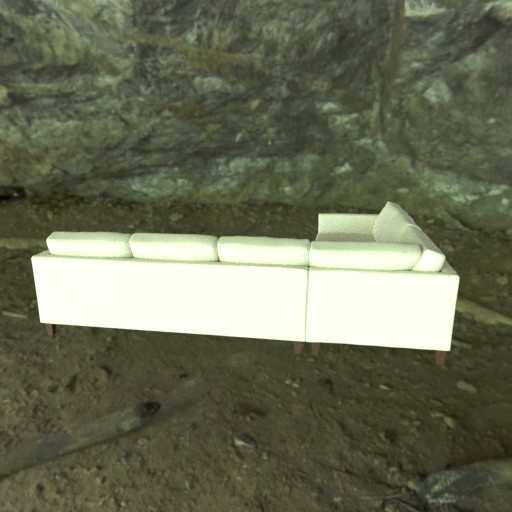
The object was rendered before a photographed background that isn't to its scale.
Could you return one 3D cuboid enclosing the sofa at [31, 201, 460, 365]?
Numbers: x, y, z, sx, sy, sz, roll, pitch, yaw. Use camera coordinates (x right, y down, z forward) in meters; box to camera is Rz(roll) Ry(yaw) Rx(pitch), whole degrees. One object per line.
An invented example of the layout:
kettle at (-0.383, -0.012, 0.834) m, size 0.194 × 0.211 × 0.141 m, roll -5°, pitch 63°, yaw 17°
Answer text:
sofa at (0.000, 0.000, 4.421) m, size 3.182 × 0.863 × 2.432 m, roll 2°, pitch 15°, yaw 9°
